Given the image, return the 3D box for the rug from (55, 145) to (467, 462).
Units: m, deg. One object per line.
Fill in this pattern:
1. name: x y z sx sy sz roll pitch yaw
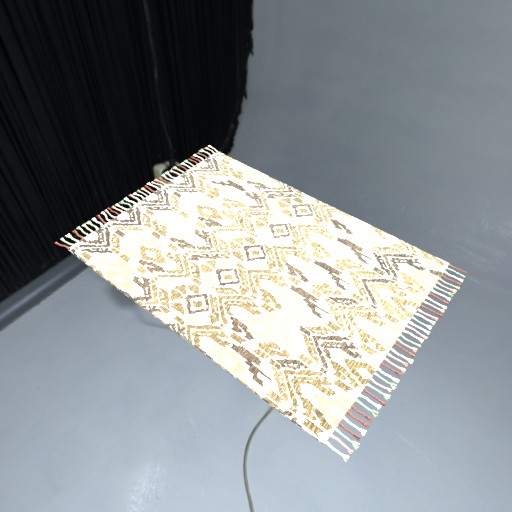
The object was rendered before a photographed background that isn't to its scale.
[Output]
1. rug: 0.000 0.000 2.323 1.829 0.008 1.219 31 54 26
